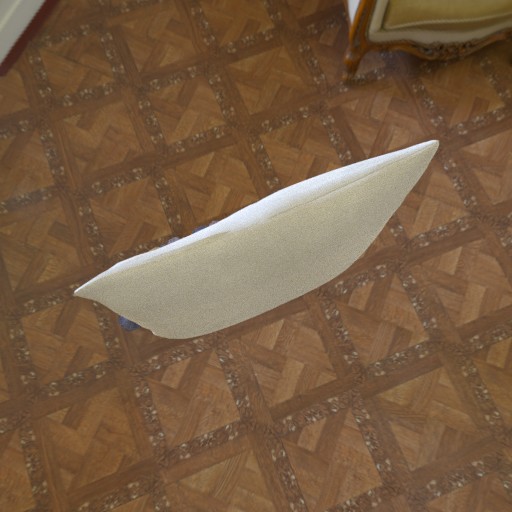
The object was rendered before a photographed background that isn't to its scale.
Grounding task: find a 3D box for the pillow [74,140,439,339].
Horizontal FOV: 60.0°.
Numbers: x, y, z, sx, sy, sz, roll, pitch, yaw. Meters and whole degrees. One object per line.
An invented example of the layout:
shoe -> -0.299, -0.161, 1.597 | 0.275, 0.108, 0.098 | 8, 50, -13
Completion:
pillow -> 0.000, 0.000, 0.746 | 0.489, 0.481, 0.165 | -23, 76, -6
